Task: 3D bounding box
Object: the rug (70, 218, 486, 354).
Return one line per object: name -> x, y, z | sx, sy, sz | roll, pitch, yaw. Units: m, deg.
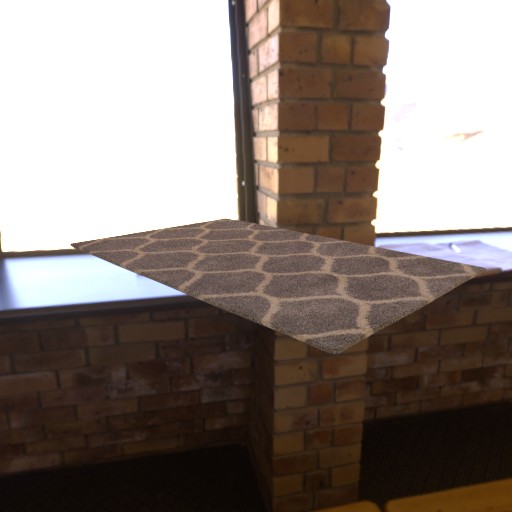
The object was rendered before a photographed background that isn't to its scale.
rug -> 0.000, 0.000, 2.904 | 1.501, 0.025, 2.348 | -14, 21, -43
